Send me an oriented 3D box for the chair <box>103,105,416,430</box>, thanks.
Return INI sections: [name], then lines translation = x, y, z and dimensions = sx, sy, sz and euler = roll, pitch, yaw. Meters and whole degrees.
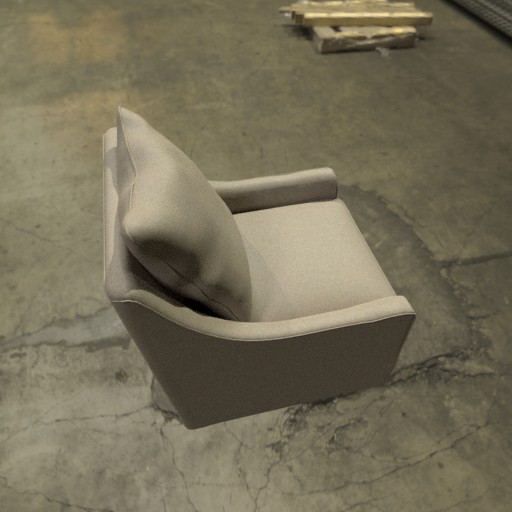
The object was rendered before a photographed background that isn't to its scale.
[chair]
translation = 0.000, 0.000, 1.559
dimensions = 0.876, 0.942, 0.760
euler = -10, 48, -9
